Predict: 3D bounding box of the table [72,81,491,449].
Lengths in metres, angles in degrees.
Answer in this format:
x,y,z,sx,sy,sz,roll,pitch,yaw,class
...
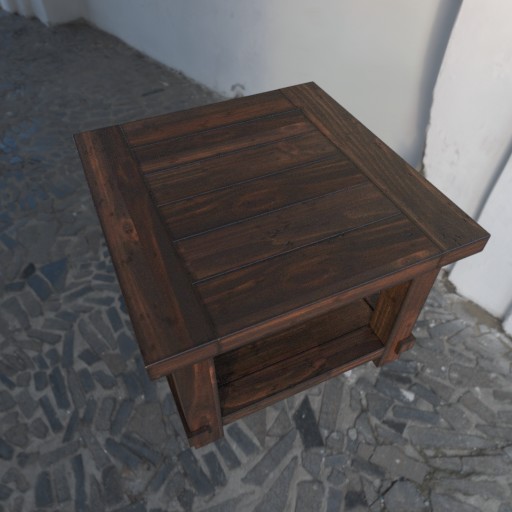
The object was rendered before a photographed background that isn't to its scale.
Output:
x,y,z,sx,sy,sz,roll,pitch,yaw,class
0.000,0.000,1.007,0.593,0.437,0.606,-19,50,-16,table
